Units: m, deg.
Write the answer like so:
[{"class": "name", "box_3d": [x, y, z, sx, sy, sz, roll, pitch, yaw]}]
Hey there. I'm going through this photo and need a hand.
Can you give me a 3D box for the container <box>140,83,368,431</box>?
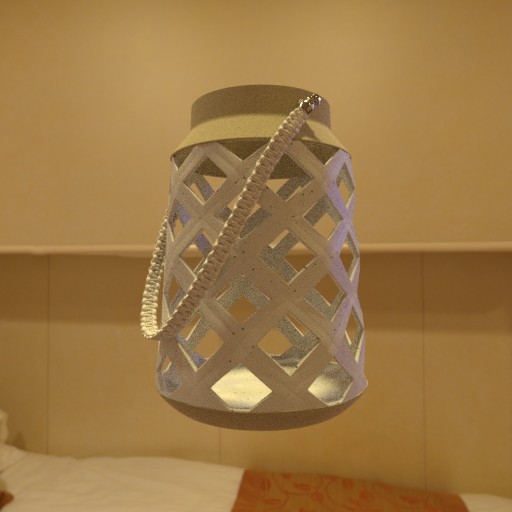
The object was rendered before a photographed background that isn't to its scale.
[{"class": "container", "box_3d": [0.000, 0.000, 0.398, 0.198, 0.264, 0.188, 1, -1, -35]}]
